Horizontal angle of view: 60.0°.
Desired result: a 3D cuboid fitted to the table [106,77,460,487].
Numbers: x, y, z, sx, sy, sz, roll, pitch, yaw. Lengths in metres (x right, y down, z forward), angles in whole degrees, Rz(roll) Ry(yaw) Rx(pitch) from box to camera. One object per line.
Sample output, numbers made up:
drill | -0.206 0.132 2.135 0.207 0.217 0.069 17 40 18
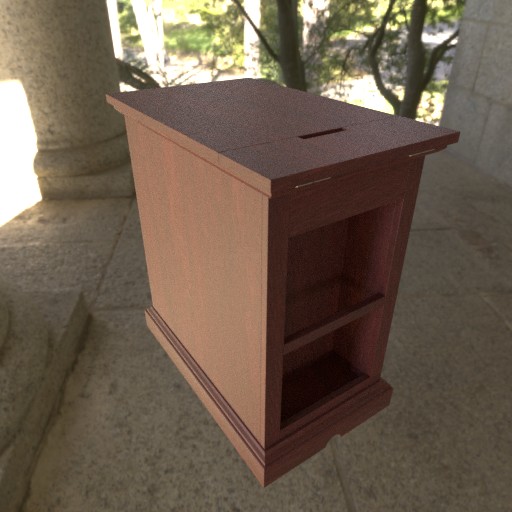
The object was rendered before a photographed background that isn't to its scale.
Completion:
table | 0.000 0.000 0.953 0.356 0.612 0.584 -19 36 -29
